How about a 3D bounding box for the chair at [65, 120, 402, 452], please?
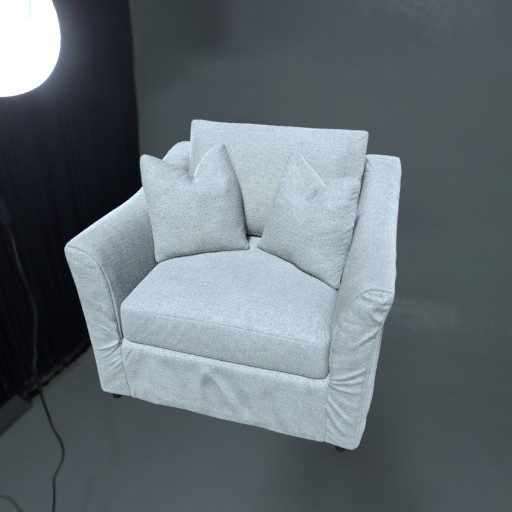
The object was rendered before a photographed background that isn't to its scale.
[{"bbox_3d":[0.000,0.000,2.026,1.194,1.059,1.071,8,28,15],"label":"chair"}]
